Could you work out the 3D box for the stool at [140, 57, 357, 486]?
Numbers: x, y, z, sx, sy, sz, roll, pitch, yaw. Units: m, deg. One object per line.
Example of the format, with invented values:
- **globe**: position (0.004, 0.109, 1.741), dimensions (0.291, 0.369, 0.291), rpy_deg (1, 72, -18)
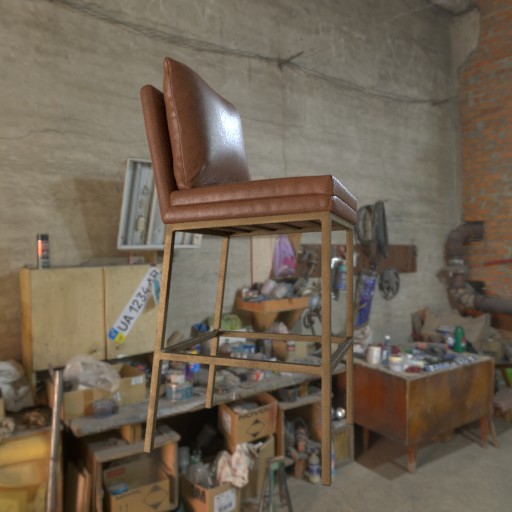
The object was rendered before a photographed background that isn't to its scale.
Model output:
- **stool**: position (0.000, 0.000, 1.381), dimensions (0.571, 1.124, 0.463), rpy_deg (0, 0, 20)
